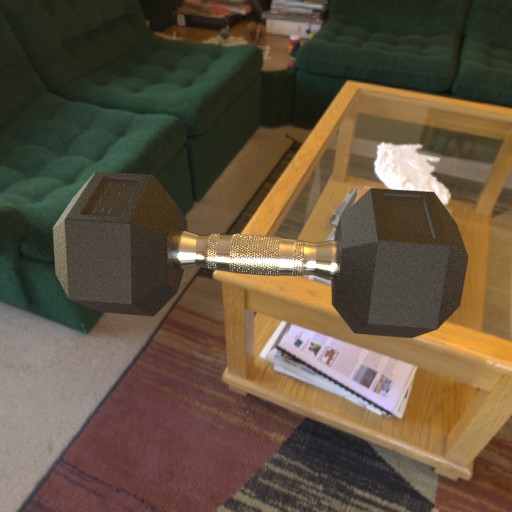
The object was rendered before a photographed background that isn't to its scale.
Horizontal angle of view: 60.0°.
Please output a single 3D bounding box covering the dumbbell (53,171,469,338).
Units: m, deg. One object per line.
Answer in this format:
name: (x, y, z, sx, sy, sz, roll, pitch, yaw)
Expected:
dumbbell: (0.000, 0.000, 0.349, 0.297, 0.101, 0.116, 4, 44, 4)
